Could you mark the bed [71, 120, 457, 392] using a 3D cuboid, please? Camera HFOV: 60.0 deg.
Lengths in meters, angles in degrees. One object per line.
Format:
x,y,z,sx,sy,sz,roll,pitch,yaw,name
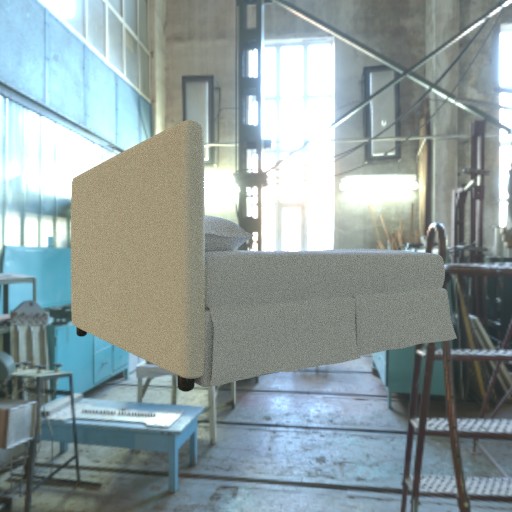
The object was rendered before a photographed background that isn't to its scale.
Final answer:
0.000,0.000,3.553,2.341,1.317,2.119,0,0,-37,bed
